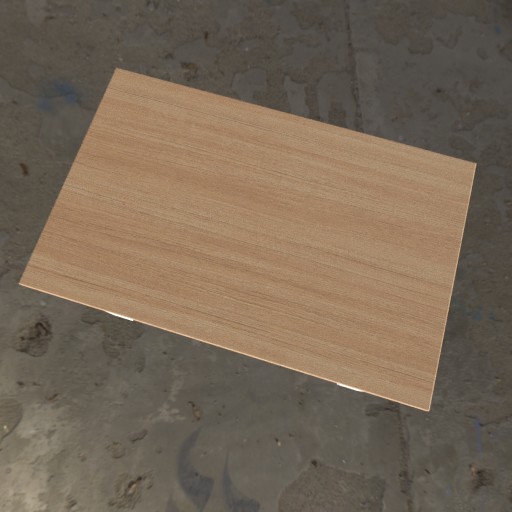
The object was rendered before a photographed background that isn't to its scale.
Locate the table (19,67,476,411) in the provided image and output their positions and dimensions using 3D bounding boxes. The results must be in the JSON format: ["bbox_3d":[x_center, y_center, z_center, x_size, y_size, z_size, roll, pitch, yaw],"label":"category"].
[{"bbox_3d":[0.000,0.000,1.570,1.100,0.734,0.700,16,75,4],"label":"table"}]
